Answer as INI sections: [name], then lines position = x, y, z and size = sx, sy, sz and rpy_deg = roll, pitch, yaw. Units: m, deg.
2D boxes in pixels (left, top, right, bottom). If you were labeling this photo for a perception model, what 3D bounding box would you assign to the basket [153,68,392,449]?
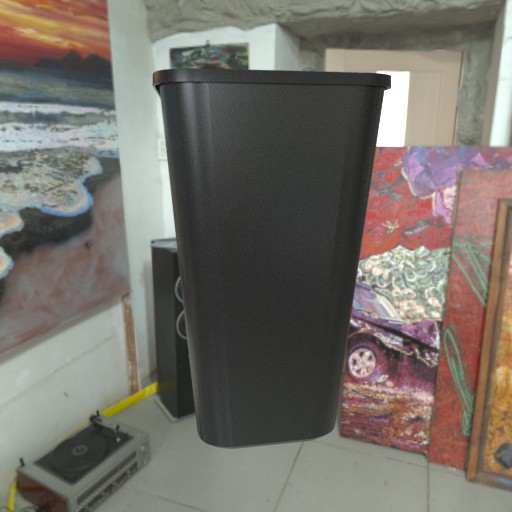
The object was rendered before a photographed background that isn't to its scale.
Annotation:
[basket]
position = 0.000, 0.000, 0.736
size = 0.287, 0.521, 0.394
rpy_deg = -2, 15, -9
